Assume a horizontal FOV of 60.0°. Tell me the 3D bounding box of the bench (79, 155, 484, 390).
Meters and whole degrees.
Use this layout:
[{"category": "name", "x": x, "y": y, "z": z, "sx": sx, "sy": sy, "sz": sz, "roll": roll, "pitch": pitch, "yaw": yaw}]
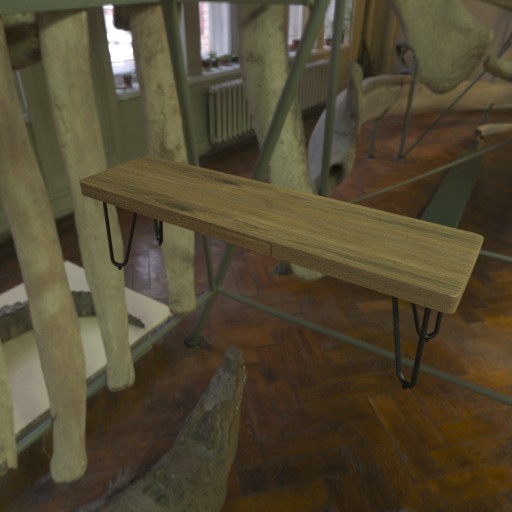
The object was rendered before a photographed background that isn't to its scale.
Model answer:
[{"category": "bench", "x": 0.000, "y": 0.000, "z": 1.827, "sx": 1.570, "sy": 0.462, "sz": 0.425, "roll": 18, "pitch": 36, "yaw": 27}]
